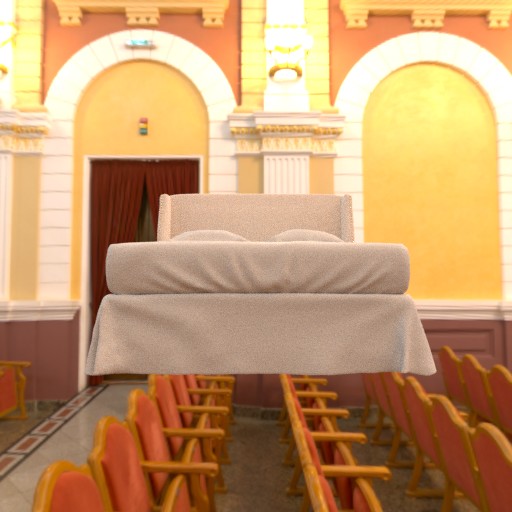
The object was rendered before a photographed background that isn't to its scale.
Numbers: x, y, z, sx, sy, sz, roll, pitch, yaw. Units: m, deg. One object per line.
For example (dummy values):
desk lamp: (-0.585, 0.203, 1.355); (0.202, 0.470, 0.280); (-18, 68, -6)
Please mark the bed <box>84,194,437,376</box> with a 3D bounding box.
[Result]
bed: (0.000, 0.000, 3.370); (1.925, 1.332, 2.276); (0, -2, 0)
